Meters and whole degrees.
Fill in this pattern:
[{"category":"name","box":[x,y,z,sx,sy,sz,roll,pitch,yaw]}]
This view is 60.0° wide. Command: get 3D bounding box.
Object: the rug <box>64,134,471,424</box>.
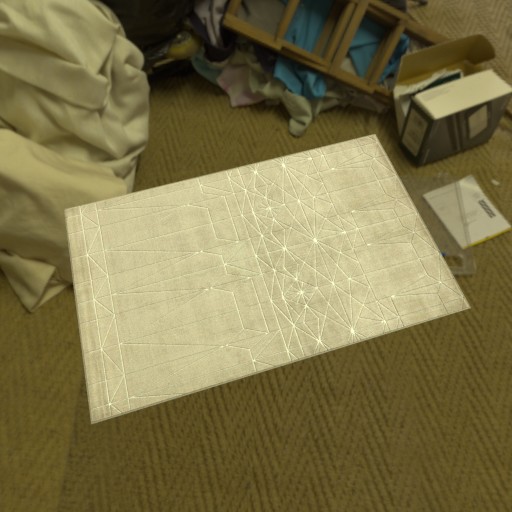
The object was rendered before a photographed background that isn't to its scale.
[{"category":"rug","box":[0.000,0.000,3.032,2.438,0.012,1.524,-15,64,-7]}]
